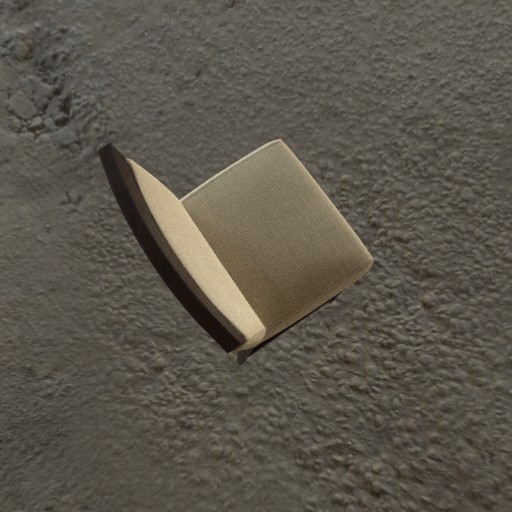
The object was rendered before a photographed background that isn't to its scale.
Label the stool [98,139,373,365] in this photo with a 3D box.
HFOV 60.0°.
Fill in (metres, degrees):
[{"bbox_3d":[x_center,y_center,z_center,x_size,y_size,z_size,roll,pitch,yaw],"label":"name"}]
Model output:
[{"bbox_3d":[0.000,0.000,1.450,0.531,1.117,0.511,-33,77,-9],"label":"stool"}]
